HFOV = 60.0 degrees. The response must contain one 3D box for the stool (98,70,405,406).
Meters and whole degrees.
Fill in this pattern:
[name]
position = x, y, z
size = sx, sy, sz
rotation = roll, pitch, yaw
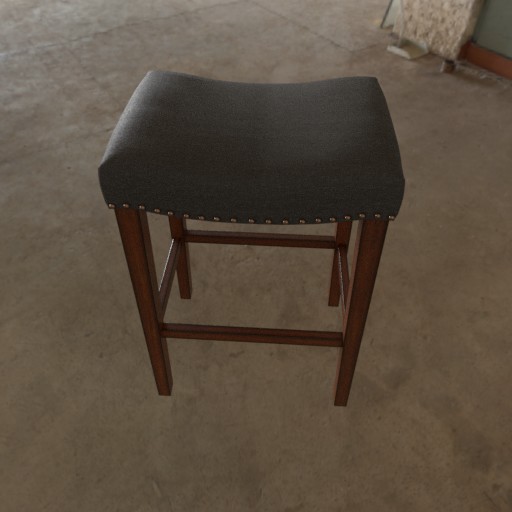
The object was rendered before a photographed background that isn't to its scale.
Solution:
[stool]
position = 0.000, 0.000, 1.038
size = 0.502, 0.748, 0.366
rotation = 3, 47, 2
